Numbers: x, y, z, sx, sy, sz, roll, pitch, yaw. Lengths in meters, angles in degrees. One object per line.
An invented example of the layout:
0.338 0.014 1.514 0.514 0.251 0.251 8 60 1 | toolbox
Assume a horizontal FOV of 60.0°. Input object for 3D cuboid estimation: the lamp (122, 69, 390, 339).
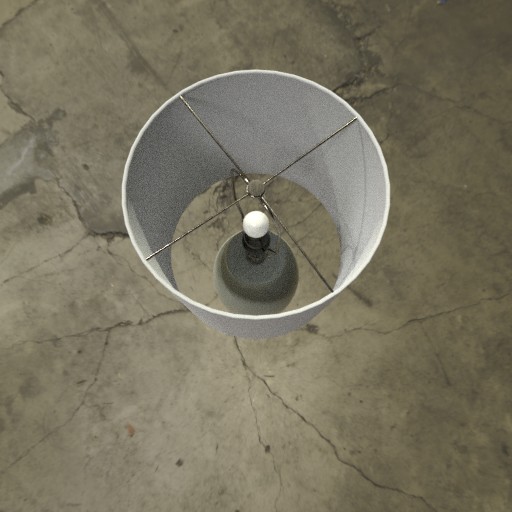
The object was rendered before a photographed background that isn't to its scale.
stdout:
0.000 0.000 0.576 0.217 0.453 0.217 -35 78 -9 | lamp
